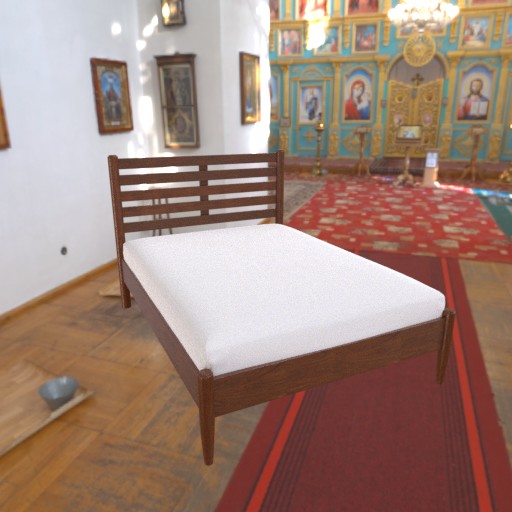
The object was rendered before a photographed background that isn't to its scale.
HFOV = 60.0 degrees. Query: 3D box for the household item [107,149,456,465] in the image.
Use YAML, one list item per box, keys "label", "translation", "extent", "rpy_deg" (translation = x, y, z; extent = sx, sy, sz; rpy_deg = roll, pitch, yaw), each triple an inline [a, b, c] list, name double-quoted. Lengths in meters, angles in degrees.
- label: "household item"
  translation: [0.000, 0.000, 3.261]
  extent: [1.663, 1.356, 2.232]
  rpy_deg: [-8, 19, -25]
